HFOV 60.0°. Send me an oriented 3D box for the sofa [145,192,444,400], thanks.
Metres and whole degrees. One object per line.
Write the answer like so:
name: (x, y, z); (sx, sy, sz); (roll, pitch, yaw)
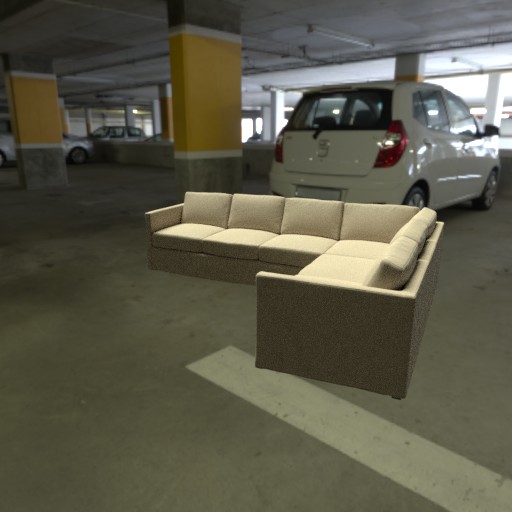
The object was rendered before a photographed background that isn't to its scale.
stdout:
sofa: (0.000, 0.000, 4.274); (3.182, 0.871, 2.432); (7, 17, 25)
